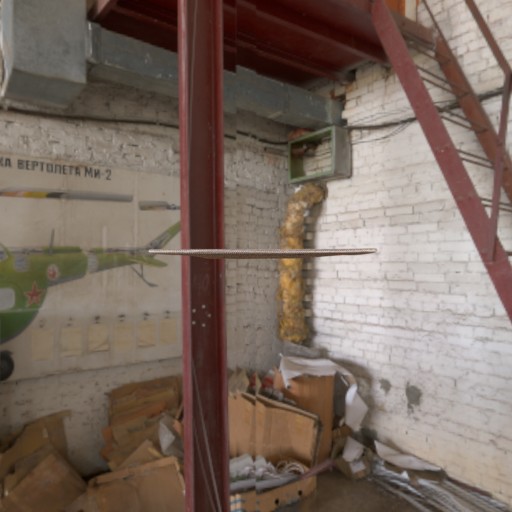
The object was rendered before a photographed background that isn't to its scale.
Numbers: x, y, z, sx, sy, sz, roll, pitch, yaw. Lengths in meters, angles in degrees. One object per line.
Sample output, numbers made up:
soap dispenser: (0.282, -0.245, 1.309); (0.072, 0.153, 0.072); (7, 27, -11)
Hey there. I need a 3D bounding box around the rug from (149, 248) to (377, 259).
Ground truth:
rug: (0.000, 0.000, 2.629); (0.744, 0.022, 2.419); (0, -1, -1)
